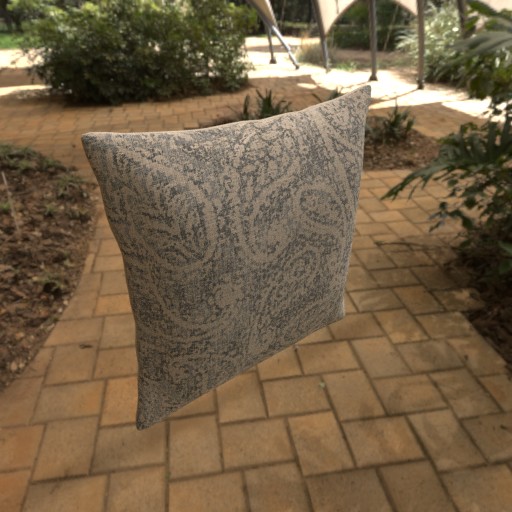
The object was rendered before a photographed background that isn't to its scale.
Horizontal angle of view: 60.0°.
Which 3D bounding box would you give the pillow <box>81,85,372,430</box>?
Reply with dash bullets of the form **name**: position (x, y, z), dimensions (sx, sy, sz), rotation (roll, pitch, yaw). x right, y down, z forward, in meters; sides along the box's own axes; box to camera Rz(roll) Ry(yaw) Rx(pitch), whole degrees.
- **pillow**: position (0.000, 0.000, 0.773), dimensions (0.523, 0.510, 0.166), rotation (-22, 37, -32)
